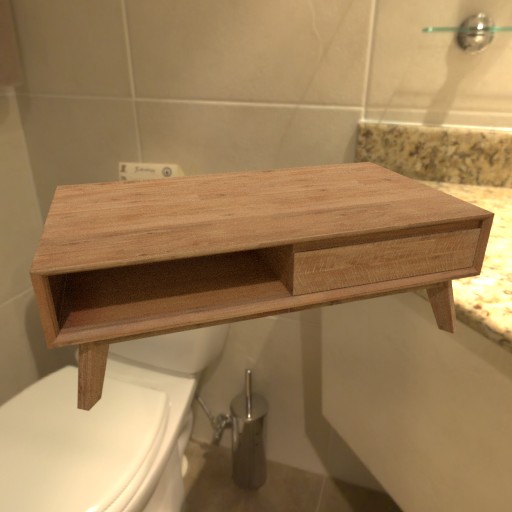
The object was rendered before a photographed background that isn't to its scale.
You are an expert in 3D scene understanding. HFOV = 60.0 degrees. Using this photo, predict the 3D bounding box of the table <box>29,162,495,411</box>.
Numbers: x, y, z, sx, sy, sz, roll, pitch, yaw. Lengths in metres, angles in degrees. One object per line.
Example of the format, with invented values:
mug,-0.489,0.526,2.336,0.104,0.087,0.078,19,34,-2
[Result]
table,0.000,0.000,1.966,1.619,0.531,0.918,-8,26,-16
